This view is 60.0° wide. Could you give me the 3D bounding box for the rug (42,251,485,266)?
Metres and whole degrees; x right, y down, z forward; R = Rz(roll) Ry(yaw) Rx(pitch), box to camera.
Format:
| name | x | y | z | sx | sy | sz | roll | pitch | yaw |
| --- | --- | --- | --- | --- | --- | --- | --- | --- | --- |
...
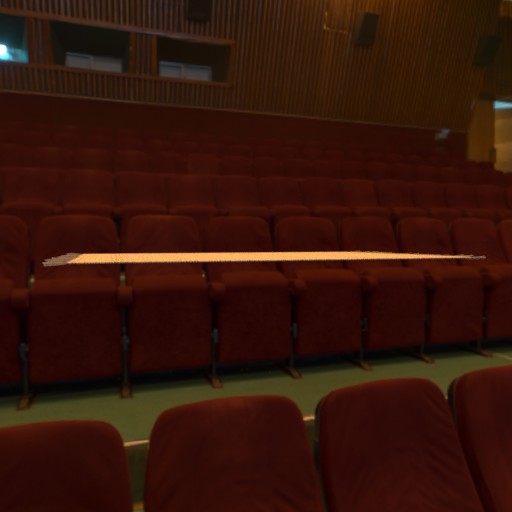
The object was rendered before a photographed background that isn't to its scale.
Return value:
| name | x | y | z | sx | sy | sz | roll | pitch | yaw |
| --- | --- | --- | --- | --- | --- | --- | --- | --- | --- |
| rug | 0.000 | 0.000 | 2.450 | 2.021 | 0.027 | 1.224 | -1 | 2 | -19 |
